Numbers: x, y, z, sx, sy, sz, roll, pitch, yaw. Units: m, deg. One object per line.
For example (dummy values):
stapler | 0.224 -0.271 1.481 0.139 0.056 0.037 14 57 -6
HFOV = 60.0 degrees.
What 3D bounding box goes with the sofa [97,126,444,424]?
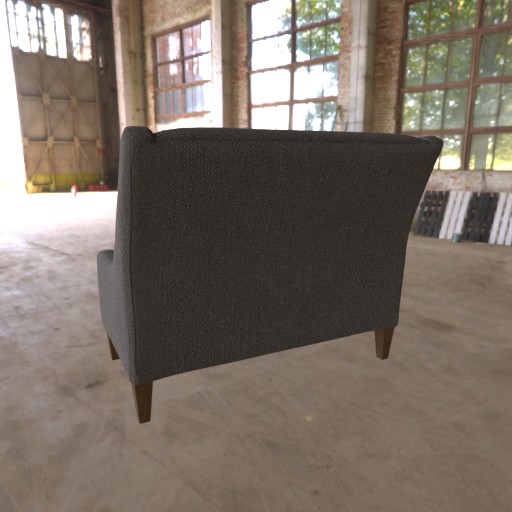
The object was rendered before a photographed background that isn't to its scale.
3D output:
sofa | 0.000 0.000 1.934 1.242 1.022 0.873 -6 14 -26
